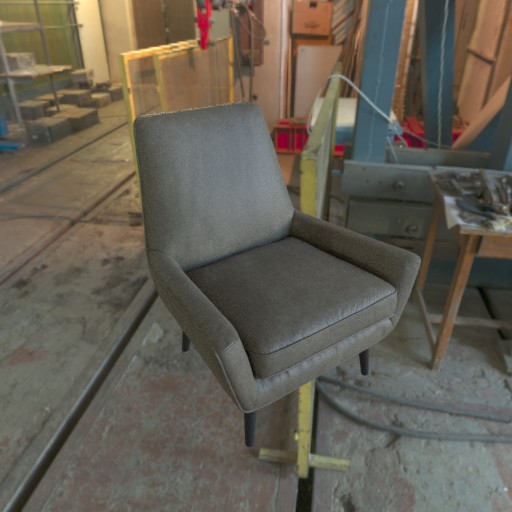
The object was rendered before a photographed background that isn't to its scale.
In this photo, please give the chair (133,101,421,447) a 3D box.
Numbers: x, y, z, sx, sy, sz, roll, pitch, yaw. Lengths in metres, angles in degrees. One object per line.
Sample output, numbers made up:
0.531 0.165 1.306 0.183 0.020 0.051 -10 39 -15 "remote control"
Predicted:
0.000 0.000 1.542 0.787 0.888 0.824 -20 35 -30 "chair"
